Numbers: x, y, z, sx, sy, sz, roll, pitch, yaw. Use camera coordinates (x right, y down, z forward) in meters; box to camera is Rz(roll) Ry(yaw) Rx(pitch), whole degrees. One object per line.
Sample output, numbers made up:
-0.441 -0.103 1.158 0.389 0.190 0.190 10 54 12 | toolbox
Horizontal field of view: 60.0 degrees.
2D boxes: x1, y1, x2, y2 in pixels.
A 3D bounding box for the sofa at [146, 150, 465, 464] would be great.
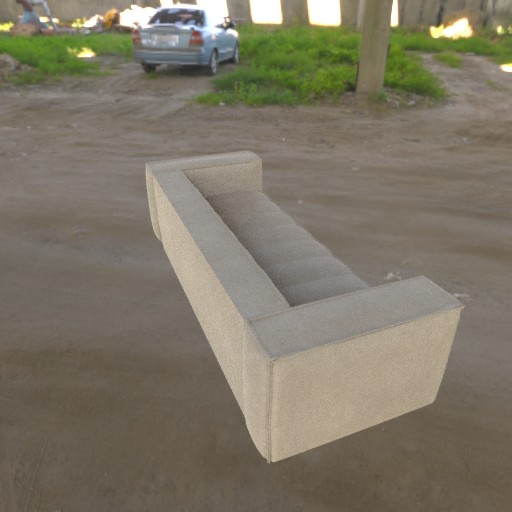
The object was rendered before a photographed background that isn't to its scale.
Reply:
0.000 0.000 3.074 1.038 0.680 2.697 -11 32 -19 | sofa
